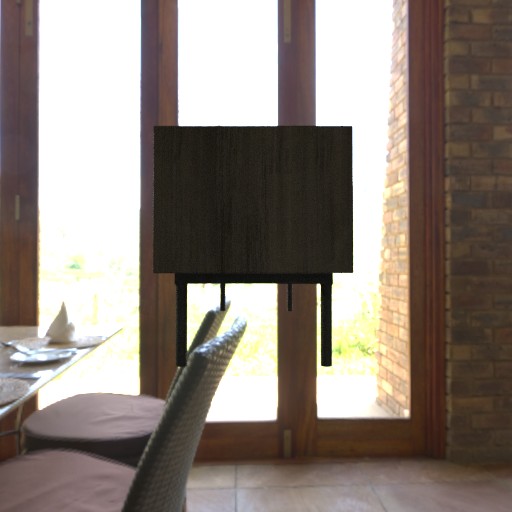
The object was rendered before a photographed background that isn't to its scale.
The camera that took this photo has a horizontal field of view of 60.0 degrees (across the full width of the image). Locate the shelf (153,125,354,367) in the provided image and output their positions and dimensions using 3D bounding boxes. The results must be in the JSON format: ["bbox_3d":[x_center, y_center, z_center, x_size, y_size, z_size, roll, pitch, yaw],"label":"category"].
[{"bbox_3d":[0.000,0.000,1.521,0.400,0.495,1.300,0,-1,0],"label":"shelf"}]
